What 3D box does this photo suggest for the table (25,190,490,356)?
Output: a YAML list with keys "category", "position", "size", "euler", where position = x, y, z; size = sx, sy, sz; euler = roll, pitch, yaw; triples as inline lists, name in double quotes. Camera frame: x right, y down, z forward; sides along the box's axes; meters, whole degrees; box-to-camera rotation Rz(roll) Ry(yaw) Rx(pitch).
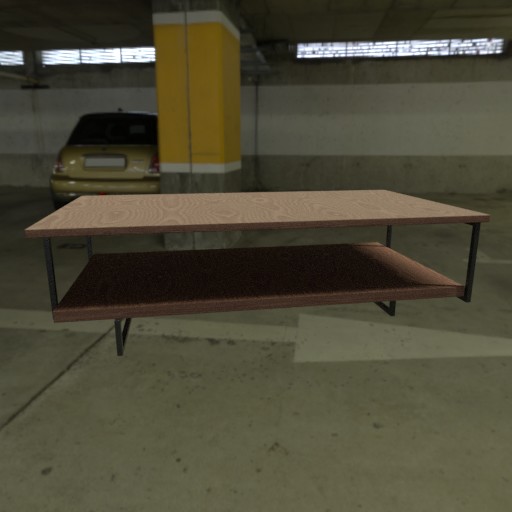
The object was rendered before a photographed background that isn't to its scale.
- category: "table"
  position: [0.000, 0.000, 1.473]
  size: [1.197, 0.347, 0.651]
  euler: [-3, 15, -10]
